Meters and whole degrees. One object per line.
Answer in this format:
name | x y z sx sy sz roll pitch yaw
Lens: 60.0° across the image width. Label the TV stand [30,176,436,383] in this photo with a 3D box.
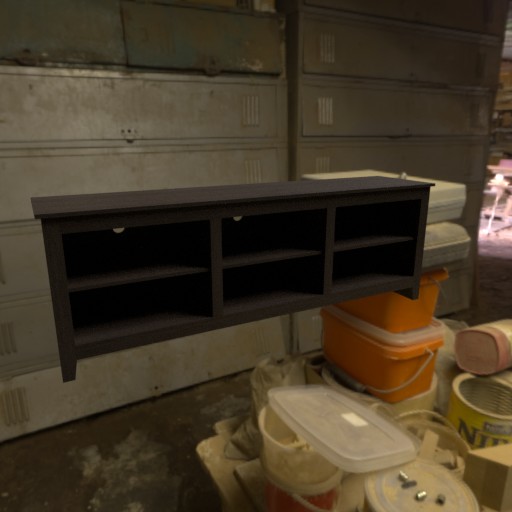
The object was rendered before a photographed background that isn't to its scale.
TV stand | 0.000 0.000 2.040 1.778 0.610 0.406 -8 18 -26
